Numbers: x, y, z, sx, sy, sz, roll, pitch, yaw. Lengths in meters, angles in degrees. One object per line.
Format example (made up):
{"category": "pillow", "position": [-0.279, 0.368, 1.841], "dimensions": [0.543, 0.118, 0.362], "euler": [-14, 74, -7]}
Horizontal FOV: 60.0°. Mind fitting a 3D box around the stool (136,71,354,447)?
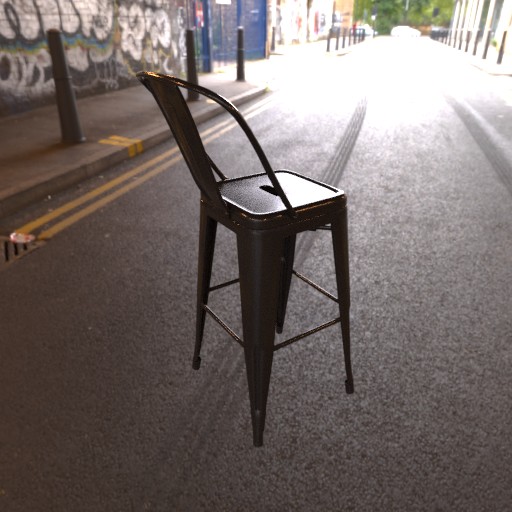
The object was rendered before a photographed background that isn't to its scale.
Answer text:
{"category": "stool", "position": [0.000, 0.000, 1.298], "dimensions": [0.528, 1.022, 0.432], "euler": [-17, 32, -30]}
